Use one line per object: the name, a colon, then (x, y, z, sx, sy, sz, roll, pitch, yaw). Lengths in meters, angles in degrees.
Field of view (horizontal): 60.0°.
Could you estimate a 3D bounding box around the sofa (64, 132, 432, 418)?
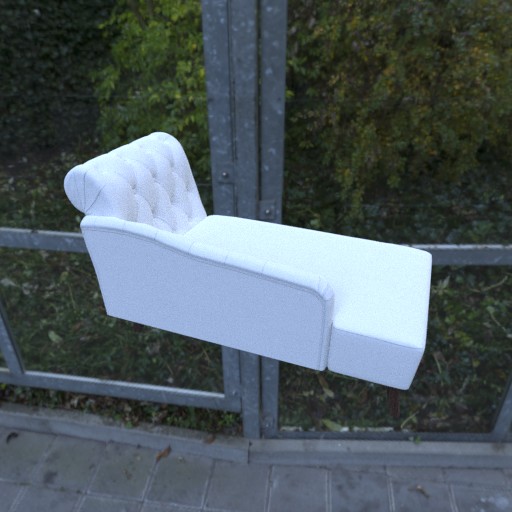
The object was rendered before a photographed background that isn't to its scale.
sofa: (0.000, 0.000, 1.847, 1.379, 0.787, 0.675, 11, 31, 18)
